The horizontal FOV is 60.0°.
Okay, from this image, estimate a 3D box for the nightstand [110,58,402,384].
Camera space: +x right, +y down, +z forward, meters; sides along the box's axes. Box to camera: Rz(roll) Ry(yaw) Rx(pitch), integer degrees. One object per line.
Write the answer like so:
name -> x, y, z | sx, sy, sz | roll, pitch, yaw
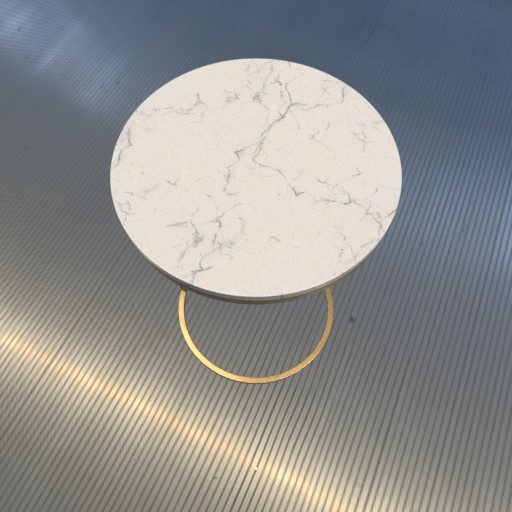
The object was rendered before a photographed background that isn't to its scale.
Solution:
nightstand -> 0.000, 0.000, 0.888 | 0.400, 0.610, 0.400 | -19, 66, -9
